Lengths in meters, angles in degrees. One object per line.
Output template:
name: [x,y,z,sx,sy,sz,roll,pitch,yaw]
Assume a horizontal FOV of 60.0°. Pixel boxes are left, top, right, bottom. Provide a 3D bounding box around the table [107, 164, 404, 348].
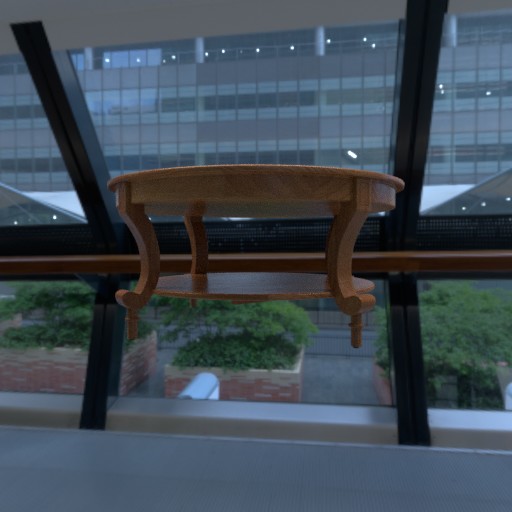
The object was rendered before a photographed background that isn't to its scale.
table: [0.000,0.000,1.617,1.029,0.490,1.029,0,2,0]
